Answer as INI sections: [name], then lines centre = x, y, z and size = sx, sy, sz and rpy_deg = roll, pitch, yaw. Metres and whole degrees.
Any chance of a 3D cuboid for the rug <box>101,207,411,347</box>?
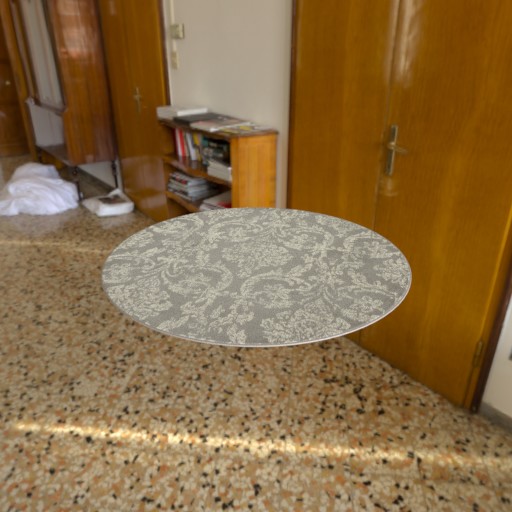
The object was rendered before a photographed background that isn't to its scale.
[rug]
centre = 0.000, 0.000, 2.382
size = 1.593, 0.012, 1.593
rpy_deg = 0, 25, 0
